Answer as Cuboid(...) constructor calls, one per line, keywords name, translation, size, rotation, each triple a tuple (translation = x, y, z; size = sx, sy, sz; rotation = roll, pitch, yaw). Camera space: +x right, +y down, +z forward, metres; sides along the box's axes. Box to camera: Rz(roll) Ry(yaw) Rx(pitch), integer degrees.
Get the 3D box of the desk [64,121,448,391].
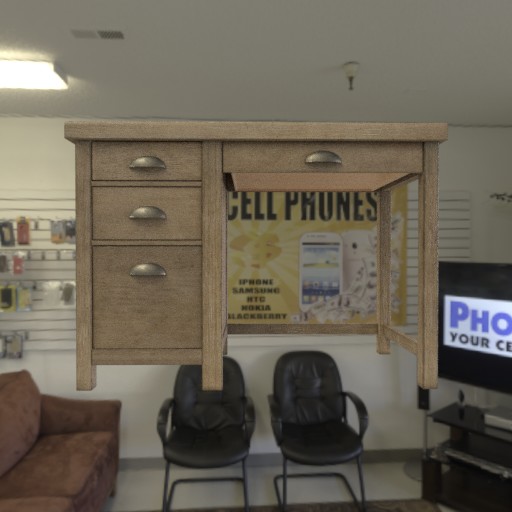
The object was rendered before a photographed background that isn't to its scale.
Cuboid(name="desk", translation=(0.000, 0.000, 1.797), size=(1.289, 0.912, 0.610), rotation=(0, 1, -1))
